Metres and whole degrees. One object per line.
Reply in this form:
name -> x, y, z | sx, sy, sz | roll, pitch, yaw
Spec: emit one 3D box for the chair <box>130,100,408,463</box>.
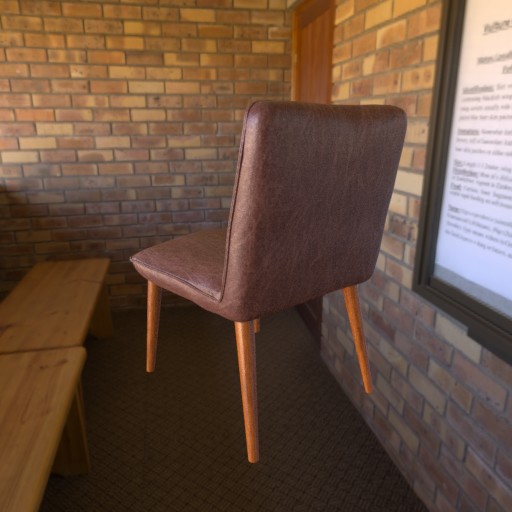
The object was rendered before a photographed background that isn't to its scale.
chair -> 0.000, 0.000, 1.256 | 0.543, 0.803, 0.645 | -15, 22, -42
